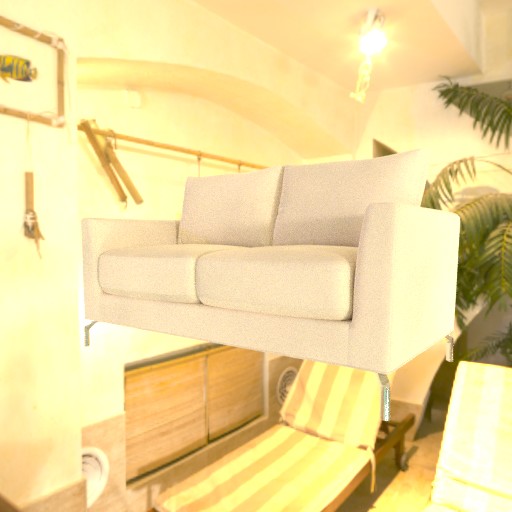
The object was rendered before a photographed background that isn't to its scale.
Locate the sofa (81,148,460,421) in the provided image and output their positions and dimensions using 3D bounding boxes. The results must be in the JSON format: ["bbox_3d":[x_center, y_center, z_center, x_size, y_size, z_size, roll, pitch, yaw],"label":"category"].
[{"bbox_3d":[0.000,0.000,2.249,1.739,0.995,0.906,2,3,36],"label":"sofa"}]
